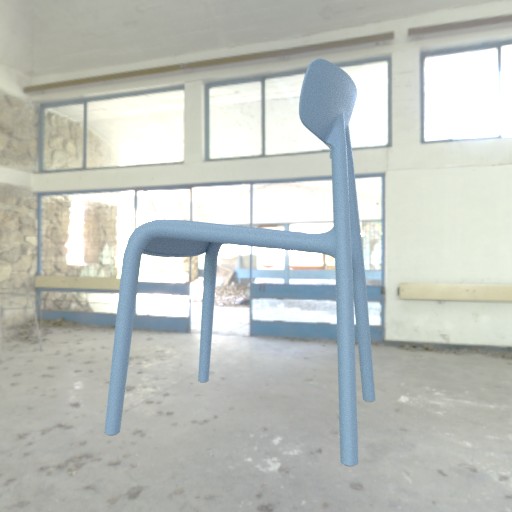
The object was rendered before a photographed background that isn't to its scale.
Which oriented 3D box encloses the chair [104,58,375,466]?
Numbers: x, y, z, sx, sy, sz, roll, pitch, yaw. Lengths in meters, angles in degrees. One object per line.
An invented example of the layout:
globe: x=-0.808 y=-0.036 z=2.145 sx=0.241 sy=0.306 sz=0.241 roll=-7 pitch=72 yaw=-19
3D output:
chair: x=0.000 y=0.000 z=0.817 sx=0.401 sy=0.580 sz=0.356 roll=0 pitch=-1 yaw=19
